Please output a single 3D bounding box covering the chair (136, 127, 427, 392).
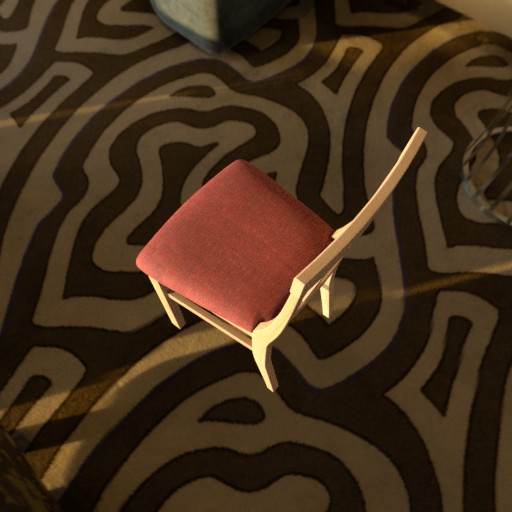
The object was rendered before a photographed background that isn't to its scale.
[{"bbox_3d":[0.000,0.000,1.168,0.492,0.912,0.439,35,68,17],"label":"chair"}]
